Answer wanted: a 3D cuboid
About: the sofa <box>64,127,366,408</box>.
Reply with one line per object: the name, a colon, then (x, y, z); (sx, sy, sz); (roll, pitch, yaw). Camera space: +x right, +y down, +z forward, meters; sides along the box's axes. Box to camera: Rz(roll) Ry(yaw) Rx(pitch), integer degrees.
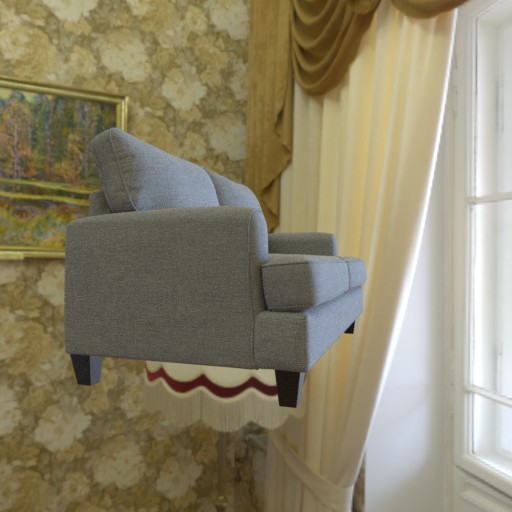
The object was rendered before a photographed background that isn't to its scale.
sofa: (0.000, 0.000, 2.236); (0.965, 0.965, 1.651); (0, 0, 19)
